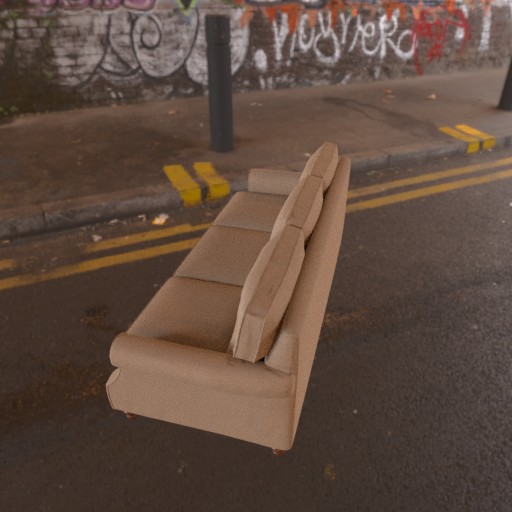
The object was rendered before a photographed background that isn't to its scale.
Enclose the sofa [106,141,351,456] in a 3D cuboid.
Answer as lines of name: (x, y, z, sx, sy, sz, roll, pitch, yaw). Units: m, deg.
sofa: (0.000, 0.000, 2.886, 0.966, 0.948, 2.354, 8, 33, 13)
